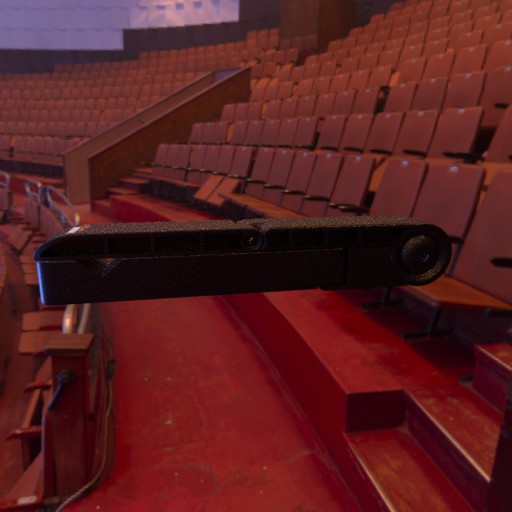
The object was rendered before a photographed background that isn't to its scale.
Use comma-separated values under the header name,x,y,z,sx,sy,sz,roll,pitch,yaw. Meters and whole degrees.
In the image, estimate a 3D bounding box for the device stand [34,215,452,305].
name,x,y,z,sx,sy,sz,roll,pitch,yaw
device stand,0.000,0.000,0.199,0.179,0.030,0.026,-3,14,-11
